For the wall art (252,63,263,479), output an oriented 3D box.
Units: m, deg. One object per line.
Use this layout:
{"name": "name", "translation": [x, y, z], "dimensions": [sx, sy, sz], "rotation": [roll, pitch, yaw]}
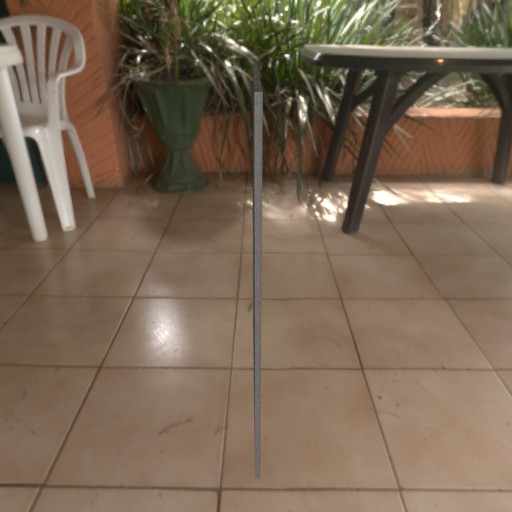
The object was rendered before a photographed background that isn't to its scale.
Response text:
{"name": "wall art", "translation": [0.000, 0.000, 1.461], "dimensions": [0.016, 1.116, 0.810], "rotation": [0, 27, -1]}
